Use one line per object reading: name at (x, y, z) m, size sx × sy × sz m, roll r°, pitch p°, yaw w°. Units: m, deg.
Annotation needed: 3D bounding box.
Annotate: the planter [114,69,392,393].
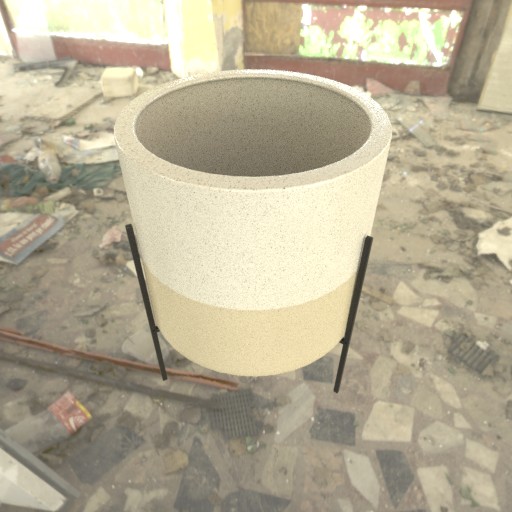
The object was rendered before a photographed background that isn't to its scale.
planter at (0.000, 0.000, 0.735) m, size 0.368 × 0.484 × 0.359 m, roll 24°, pitch 47°, yaw 25°
